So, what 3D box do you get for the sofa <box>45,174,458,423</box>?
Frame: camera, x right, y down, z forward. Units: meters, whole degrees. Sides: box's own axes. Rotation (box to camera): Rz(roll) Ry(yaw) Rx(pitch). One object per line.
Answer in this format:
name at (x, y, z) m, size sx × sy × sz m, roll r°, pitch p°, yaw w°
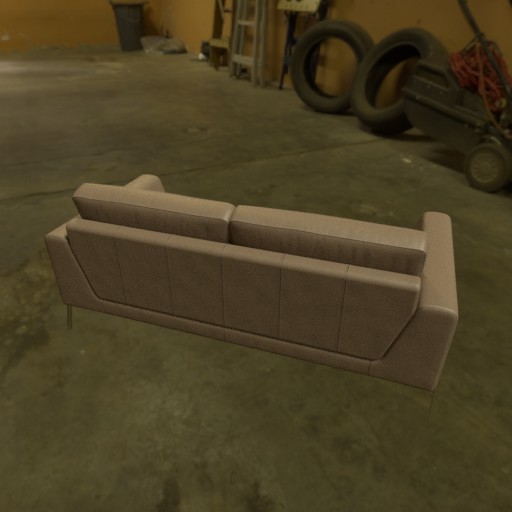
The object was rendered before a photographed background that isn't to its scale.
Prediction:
sofa at (0.000, 0.000, 2.467) m, size 2.017 × 0.875 × 0.953 m, roll 10°, pitch 32°, yaw 16°
